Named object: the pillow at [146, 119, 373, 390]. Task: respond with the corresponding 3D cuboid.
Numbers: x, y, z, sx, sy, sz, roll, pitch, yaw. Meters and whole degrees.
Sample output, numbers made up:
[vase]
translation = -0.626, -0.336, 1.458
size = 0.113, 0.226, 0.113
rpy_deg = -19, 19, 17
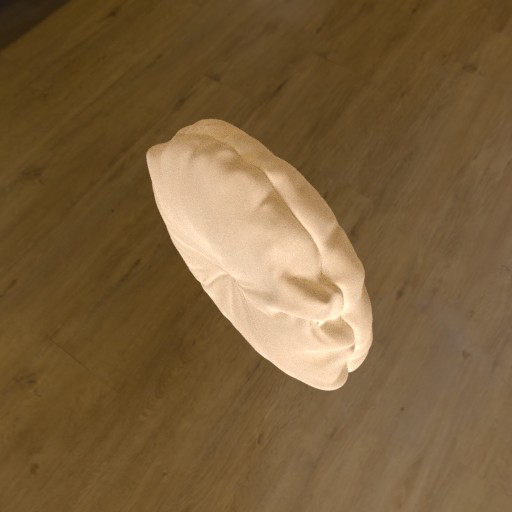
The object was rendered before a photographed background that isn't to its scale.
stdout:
[pillow]
translation = 0.000, 0.000, 0.653
size = 0.148, 0.407, 0.428
rpy_deg = -36, 69, -16
